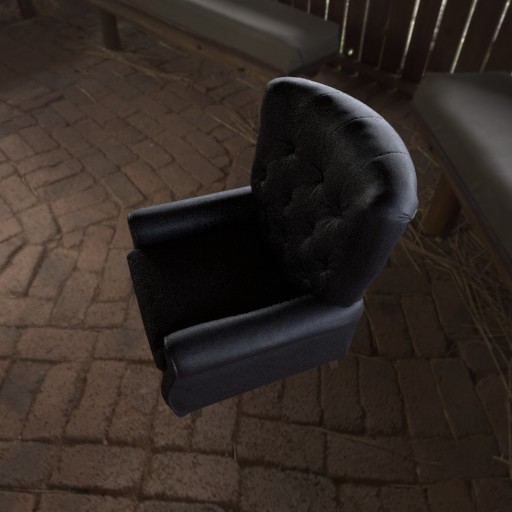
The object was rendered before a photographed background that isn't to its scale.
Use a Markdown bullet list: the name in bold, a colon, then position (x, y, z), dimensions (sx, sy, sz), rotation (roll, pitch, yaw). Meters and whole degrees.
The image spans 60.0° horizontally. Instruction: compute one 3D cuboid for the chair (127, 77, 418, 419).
- **chair**: position (0.000, 0.000, 1.897), dimensions (1.058, 1.158, 0.948), rotation (-16, 49, -14)
